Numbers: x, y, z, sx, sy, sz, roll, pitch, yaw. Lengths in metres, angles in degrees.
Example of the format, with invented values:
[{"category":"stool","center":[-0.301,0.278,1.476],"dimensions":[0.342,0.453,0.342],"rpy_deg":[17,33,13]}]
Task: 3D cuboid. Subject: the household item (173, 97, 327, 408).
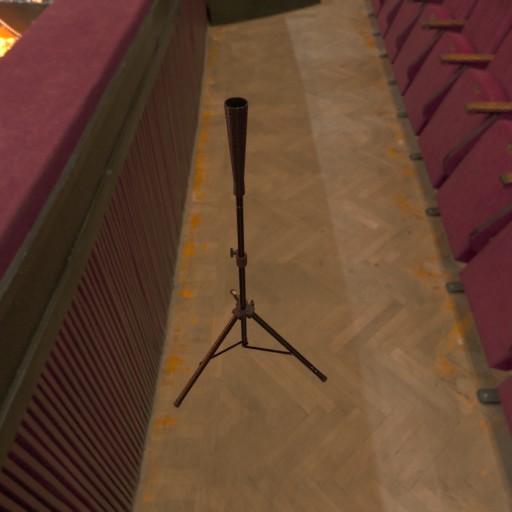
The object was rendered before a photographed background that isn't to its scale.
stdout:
[{"category":"household item","center":[0.000,0.000,1.396],"dimensions":[0.559,1.067,0.559],"rpy_deg":[3,47,3]}]
